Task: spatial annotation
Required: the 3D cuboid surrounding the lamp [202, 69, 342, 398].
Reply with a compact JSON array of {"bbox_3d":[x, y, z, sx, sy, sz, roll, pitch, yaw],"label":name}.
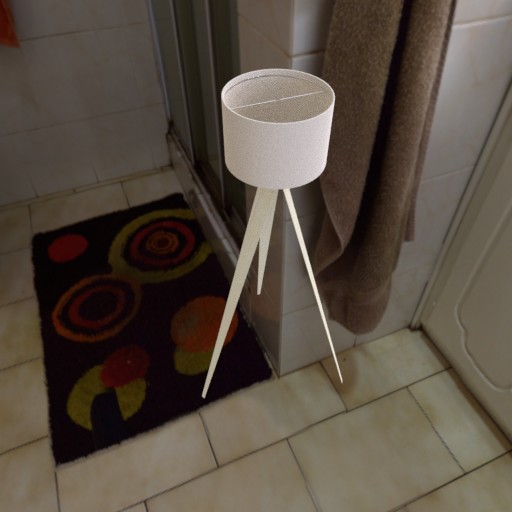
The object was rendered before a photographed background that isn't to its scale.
[{"bbox_3d":[0.000,0.000,1.935,0.724,1.524,0.716,-15,49,-14],"label":"lamp"}]
